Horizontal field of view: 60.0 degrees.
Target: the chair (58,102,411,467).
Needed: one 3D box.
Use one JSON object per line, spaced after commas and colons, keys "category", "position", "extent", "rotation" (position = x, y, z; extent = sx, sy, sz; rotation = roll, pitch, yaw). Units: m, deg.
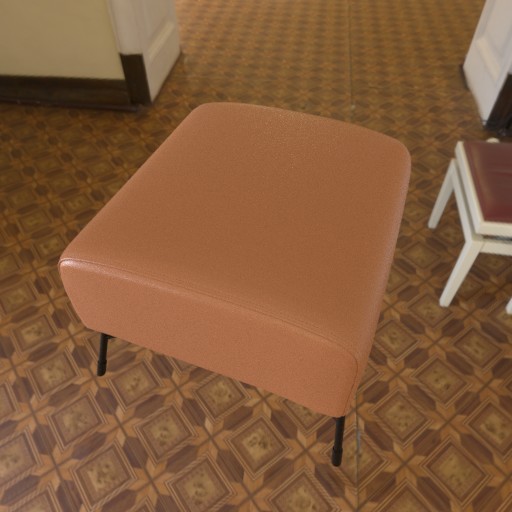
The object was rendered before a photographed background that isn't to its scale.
{"category": "chair", "position": [0.000, 0.000, 0.895], "extent": [0.530, 0.410, 0.530], "rotation": [16, 49, 14]}
